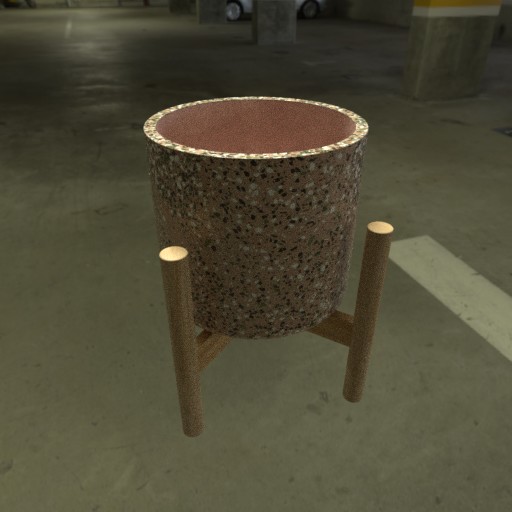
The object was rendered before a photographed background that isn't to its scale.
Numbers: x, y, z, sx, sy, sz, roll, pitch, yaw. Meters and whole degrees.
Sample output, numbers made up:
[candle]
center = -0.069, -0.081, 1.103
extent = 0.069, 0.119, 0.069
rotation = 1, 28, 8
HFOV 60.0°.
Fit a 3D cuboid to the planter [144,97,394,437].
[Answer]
[planter]
center = 0.000, 0.000, 0.532
extent = 0.284, 0.320, 0.284
rotation = -21, 38, -30
